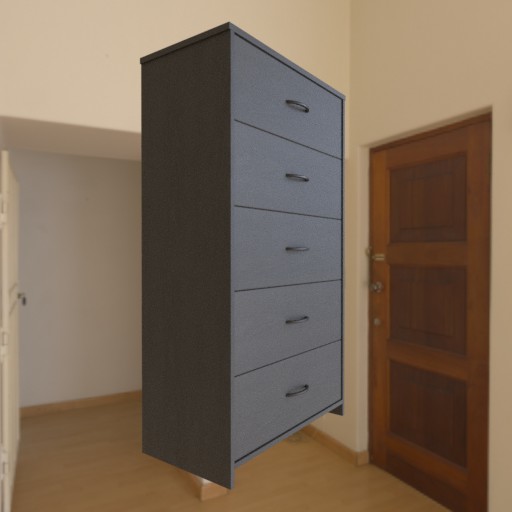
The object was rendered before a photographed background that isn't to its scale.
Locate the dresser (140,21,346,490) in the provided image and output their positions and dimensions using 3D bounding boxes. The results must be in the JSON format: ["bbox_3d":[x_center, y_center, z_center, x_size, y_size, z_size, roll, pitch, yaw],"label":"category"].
[{"bbox_3d":[0.000,0.000,1.571,0.399,1.255,0.704,0,1,37],"label":"dresser"}]
